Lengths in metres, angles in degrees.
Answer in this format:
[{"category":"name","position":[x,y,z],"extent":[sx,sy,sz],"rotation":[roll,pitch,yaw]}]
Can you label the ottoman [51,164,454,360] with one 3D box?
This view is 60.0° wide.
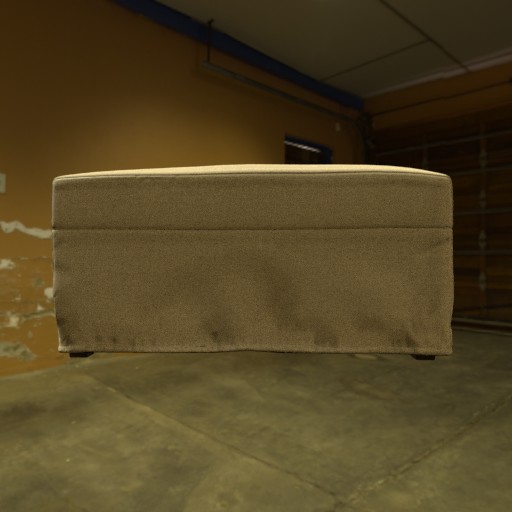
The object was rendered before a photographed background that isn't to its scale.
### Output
[{"category":"ottoman","position":[0.000,0.000,1.300],"extent":[0.840,0.436,0.843],"rotation":[0,-1,2]}]
